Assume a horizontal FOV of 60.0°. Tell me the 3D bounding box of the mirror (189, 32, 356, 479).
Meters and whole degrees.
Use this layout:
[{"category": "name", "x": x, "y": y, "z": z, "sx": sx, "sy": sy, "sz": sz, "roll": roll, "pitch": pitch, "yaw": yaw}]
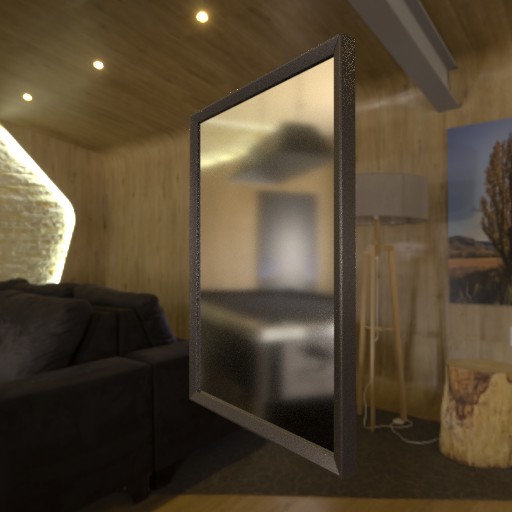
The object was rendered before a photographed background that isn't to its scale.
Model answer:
[{"category": "mirror", "x": 0.000, "y": 0.000, "z": 0.918, "sx": 0.039, "sy": 0.710, "sz": 0.507, "roll": 0, "pitch": -1, "yaw": -37}]
